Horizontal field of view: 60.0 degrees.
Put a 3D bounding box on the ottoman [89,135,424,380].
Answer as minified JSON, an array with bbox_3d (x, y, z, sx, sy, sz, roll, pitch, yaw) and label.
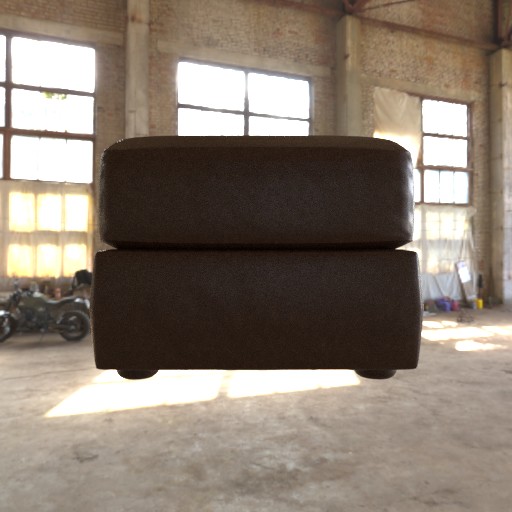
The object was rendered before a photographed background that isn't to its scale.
[{"bbox_3d":[0.000,0.000,1.150,0.603,0.476,0.751,0,0,0],"label":"ottoman"}]
